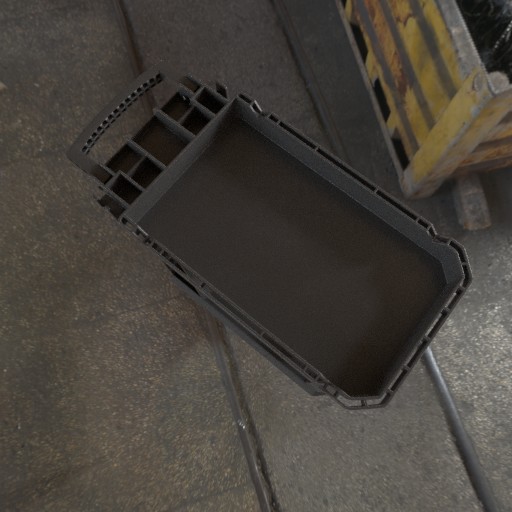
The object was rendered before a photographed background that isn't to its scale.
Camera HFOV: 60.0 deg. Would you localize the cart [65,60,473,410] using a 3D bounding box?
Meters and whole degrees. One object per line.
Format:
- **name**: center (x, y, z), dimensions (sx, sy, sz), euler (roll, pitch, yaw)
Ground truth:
- **cart**: center (0.000, 0.000, 1.556), dimensions (1.061, 0.884, 0.497), euler (38, 78, 10)
